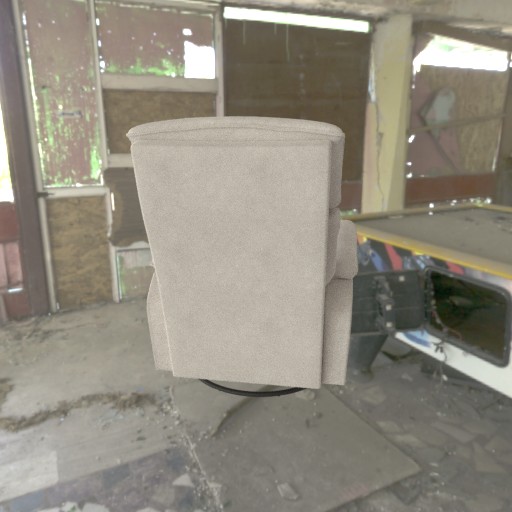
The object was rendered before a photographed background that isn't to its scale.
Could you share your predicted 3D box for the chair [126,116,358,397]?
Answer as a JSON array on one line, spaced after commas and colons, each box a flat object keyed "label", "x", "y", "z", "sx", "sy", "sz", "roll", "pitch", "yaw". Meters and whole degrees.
[{"label": "chair", "x": 0.000, "y": 0.000, "z": 1.787, "sx": 0.820, "sy": 1.039, "sz": 1.001, "roll": 2, "pitch": 15, "yaw": 9}]
